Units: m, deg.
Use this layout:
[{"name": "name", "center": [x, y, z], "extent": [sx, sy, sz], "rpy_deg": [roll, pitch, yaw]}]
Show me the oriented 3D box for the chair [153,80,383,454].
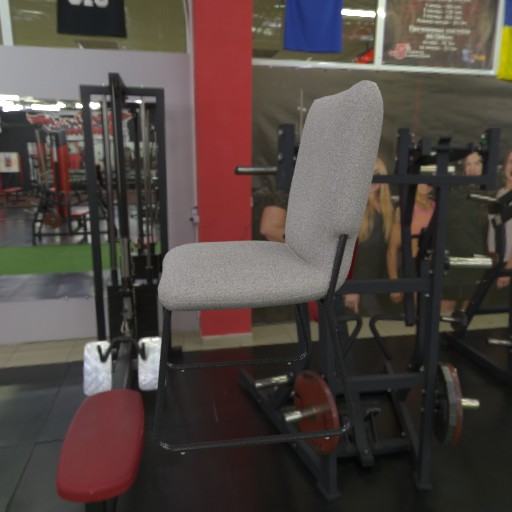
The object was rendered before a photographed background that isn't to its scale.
[{"name": "chair", "center": [0.000, 0.000, 1.209], "extent": [0.560, 0.864, 0.448], "rpy_deg": [-2, 13, -9]}]
